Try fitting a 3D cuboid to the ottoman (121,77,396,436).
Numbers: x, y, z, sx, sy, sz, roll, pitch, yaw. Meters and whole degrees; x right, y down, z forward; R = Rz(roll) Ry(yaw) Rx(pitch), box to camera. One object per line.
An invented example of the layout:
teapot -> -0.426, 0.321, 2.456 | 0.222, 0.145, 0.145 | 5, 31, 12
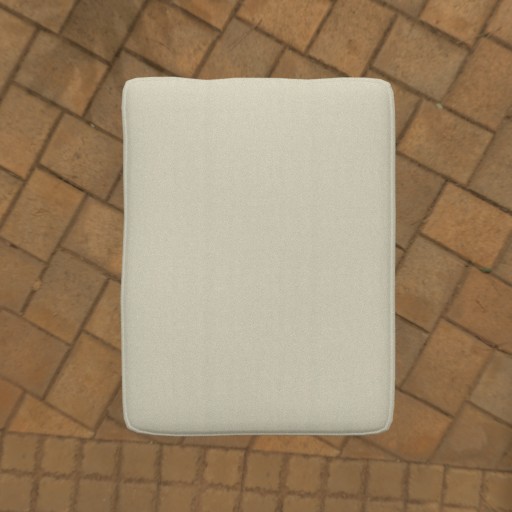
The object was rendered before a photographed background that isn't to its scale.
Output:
ottoman -> 0.000, 0.000, 1.190 | 0.634, 0.496, 0.818 | 0, 90, 0
